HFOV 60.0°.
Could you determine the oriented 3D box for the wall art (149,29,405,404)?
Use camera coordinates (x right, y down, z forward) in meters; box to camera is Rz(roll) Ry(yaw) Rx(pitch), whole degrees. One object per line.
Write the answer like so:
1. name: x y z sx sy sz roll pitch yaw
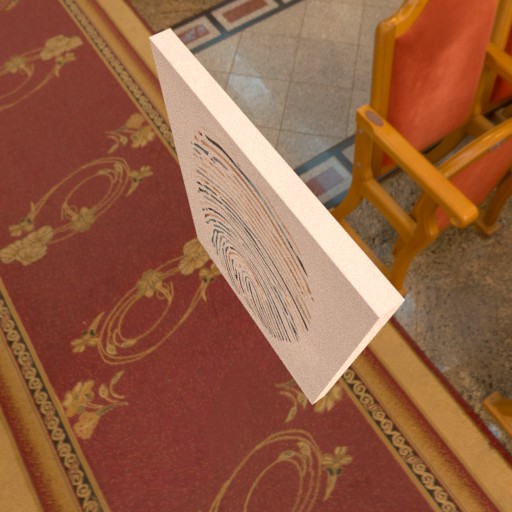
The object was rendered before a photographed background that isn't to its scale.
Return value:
1. wall art: 0.000 0.000 0.821 0.037 0.606 0.508 -31 67 -14
